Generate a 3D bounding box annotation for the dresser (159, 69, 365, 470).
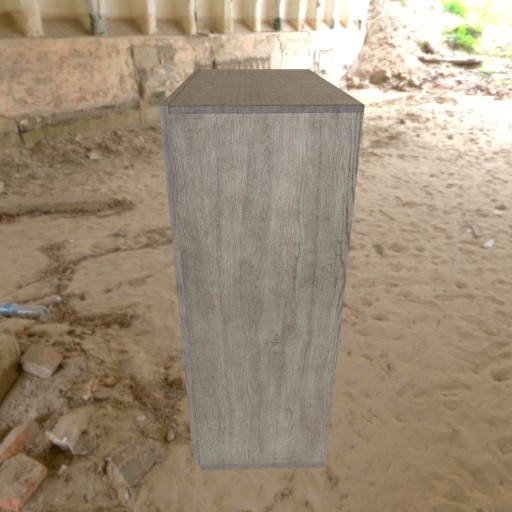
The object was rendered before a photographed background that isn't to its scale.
[{"bbox_3d":[0.000,0.000,1.762,0.483,1.295,0.967,-1,27,-2],"label":"dresser"}]
